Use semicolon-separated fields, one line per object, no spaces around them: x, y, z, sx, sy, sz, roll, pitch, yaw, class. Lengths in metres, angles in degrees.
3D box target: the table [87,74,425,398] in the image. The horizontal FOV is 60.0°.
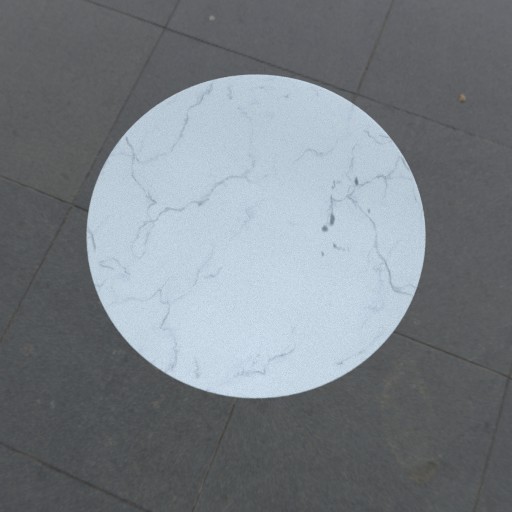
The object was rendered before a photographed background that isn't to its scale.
0.000;0.000;0.859;0.500;0.420;0.500;0;76;0;table
